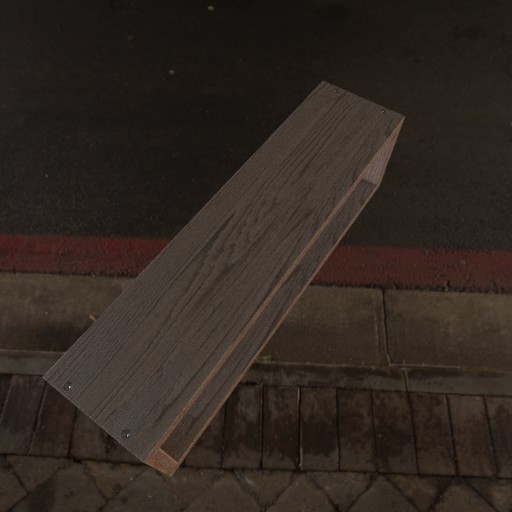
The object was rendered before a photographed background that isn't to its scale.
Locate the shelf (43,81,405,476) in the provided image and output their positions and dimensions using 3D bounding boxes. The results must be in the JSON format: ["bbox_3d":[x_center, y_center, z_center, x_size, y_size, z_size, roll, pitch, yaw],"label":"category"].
[{"bbox_3d":[0.000,0.000,0.669,0.150,0.170,0.610,31,64,17],"label":"shelf"}]
